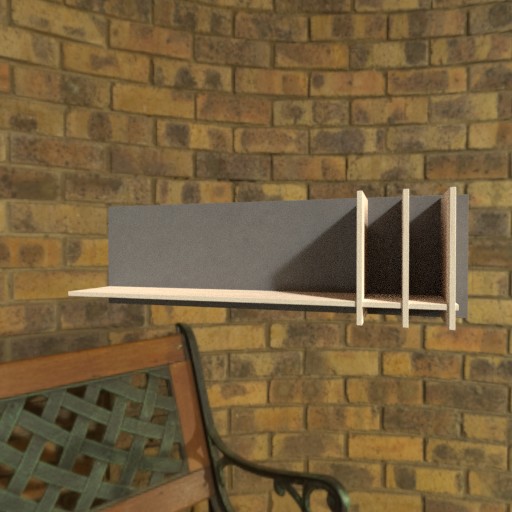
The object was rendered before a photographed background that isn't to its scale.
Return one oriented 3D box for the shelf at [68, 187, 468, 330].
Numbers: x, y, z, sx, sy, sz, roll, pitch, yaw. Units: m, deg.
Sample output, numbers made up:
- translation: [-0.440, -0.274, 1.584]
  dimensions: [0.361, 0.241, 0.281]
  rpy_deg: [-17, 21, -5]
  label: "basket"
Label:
- translation: [0.000, 0.000, 1.142]
  dimensions: [1.020, 0.300, 0.200]
  rpy_deg: [0, 1, 18]
  label: "shelf"
